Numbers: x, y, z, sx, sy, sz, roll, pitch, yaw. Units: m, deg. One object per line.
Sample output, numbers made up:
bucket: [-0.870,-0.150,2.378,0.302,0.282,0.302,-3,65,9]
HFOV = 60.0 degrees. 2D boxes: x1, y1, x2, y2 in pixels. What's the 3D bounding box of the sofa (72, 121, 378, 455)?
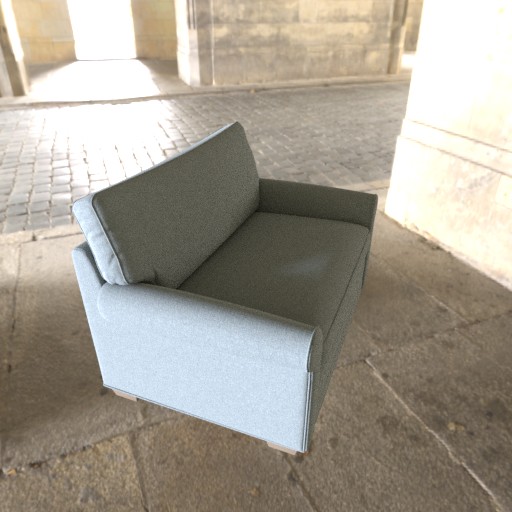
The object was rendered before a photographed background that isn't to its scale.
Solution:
sofa: [0.000,0.000,2.092,0.940,0.953,1.410,11,31,19]
